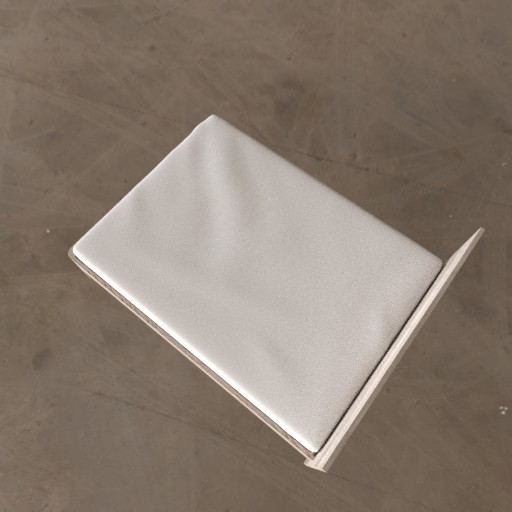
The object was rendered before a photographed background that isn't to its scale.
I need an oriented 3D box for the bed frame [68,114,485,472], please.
[{"bbox_3d":[0.000,0.000,2.746,1.950,0.800,1.490,36,71,14],"label":"bed frame"}]
